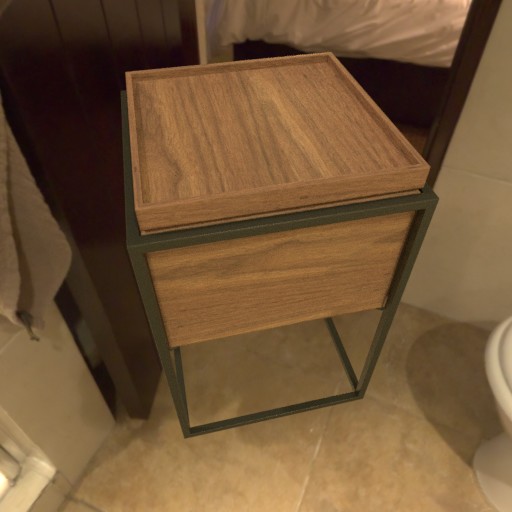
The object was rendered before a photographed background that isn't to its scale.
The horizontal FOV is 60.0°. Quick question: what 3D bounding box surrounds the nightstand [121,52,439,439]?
[{"bbox_3d":[0.000,0.000,0.867,0.397,0.607,0.397,-9,47,-9],"label":"nightstand"}]
